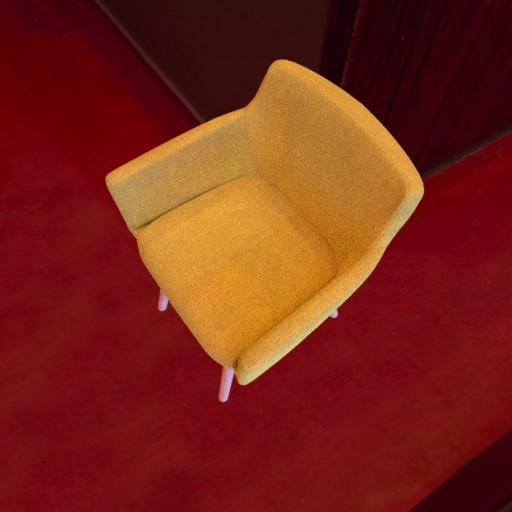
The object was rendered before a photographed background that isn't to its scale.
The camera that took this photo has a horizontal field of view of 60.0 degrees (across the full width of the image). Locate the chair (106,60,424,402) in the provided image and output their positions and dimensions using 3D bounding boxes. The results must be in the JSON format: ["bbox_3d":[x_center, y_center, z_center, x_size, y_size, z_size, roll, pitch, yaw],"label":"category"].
[{"bbox_3d":[0.000,0.000,1.206,0.570,0.780,0.570,-34,68,-15],"label":"chair"}]
